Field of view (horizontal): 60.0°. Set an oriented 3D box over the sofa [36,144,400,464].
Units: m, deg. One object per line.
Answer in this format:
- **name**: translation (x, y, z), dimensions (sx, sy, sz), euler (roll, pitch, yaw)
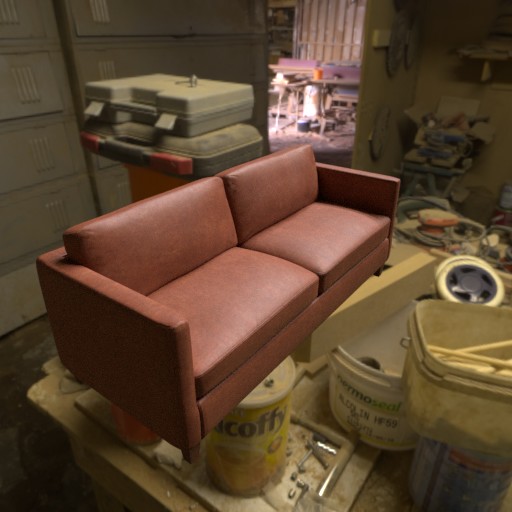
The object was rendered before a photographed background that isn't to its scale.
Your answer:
- **sofa**: translation (0.000, 0.000, 2.693), dimensions (0.950, 0.932, 2.204), euler (19, 33, 32)
